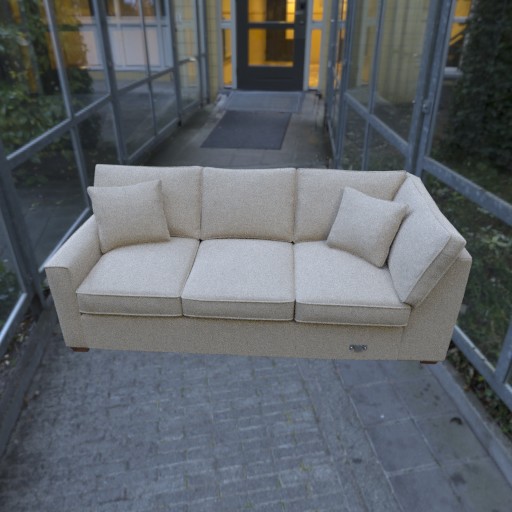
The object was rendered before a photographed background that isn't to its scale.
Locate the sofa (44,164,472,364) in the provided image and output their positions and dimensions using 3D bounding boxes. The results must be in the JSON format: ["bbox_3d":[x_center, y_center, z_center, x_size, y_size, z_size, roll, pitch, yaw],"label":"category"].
[{"bbox_3d":[0.000,0.000,2.880,2.317,0.962,1.061,2,29,3],"label":"sofa"}]
